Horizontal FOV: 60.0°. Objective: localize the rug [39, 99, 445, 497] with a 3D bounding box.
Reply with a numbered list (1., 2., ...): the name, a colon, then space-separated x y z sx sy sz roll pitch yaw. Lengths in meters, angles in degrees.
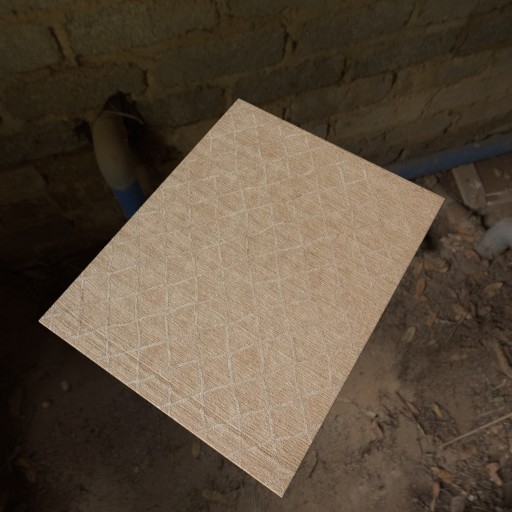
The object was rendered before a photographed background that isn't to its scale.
1. rug: 0.000 0.000 4.031 2.420 0.019 3.039 30 68 14
